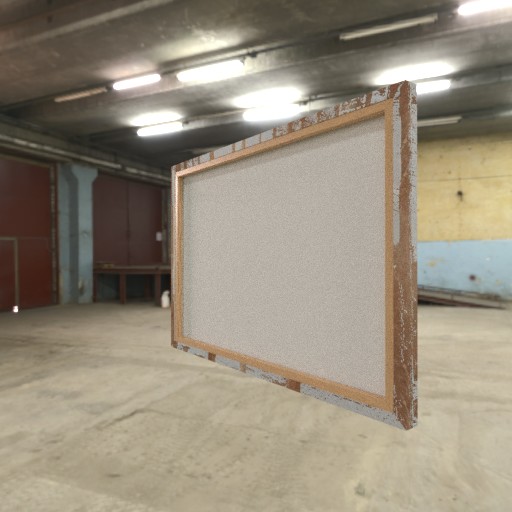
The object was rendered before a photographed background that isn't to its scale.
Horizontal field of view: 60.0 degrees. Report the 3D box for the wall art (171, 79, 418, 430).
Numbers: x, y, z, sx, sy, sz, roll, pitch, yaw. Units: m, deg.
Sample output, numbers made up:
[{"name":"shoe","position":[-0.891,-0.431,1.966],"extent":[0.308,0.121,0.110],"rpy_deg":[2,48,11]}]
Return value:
[{"name":"wall art","position":[0.000,0.000,1.144],"extent":[0.035,0.609,0.914],"rpy_deg":[0,0,-37]}]
